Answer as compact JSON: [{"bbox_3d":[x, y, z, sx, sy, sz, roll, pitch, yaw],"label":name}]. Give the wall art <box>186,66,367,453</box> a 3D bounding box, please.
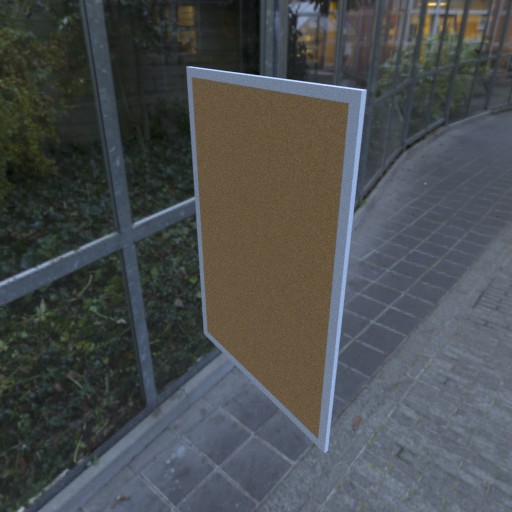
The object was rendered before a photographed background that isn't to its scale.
[{"bbox_3d":[0.000,0.000,1.242,0.013,0.940,0.659,-18,32,-31],"label":"wall art"}]
